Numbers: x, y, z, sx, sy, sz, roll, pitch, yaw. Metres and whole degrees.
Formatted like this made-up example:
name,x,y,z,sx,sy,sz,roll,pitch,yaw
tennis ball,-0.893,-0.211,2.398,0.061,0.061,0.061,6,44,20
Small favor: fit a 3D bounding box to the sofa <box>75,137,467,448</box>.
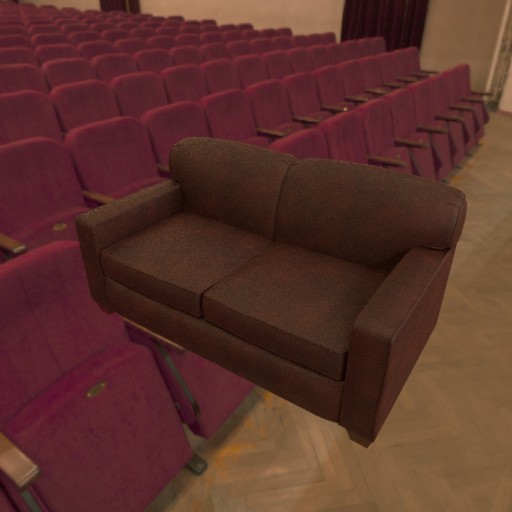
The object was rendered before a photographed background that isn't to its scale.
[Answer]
name,x,y,z,sx,sy,sz,roll,pitch,yaw
sofa,0.000,0.000,2.426,1.856,0.966,1.000,19,34,30
